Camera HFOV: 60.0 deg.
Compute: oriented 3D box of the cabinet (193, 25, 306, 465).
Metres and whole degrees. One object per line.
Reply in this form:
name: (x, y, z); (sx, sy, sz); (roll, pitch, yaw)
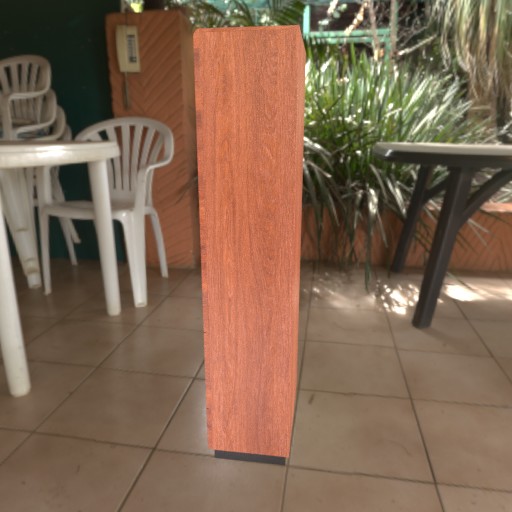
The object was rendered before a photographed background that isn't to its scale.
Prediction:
cabinet: (0.000, 0.000, 2.254); (0.420, 1.980, 0.660); (2, 16, 8)
